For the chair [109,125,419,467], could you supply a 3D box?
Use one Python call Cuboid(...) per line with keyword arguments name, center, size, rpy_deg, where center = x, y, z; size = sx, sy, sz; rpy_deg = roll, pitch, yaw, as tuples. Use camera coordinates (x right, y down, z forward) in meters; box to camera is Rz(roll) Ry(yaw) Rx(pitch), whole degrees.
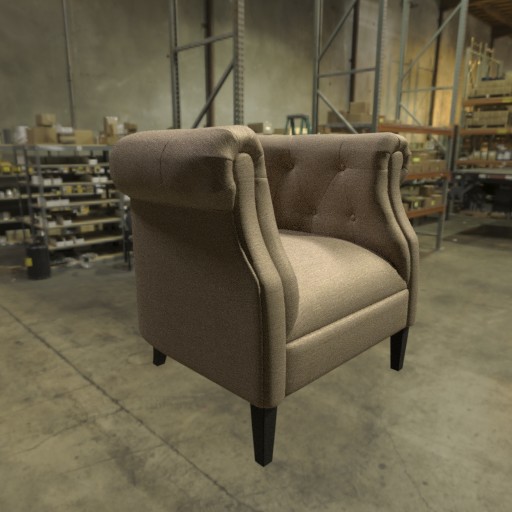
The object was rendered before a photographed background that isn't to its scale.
Cuboid(name="chair", center=(0.000, 0.000, 1.521), size=(0.905, 0.827, 0.852), rpy_deg=(-13, 19, -43))
